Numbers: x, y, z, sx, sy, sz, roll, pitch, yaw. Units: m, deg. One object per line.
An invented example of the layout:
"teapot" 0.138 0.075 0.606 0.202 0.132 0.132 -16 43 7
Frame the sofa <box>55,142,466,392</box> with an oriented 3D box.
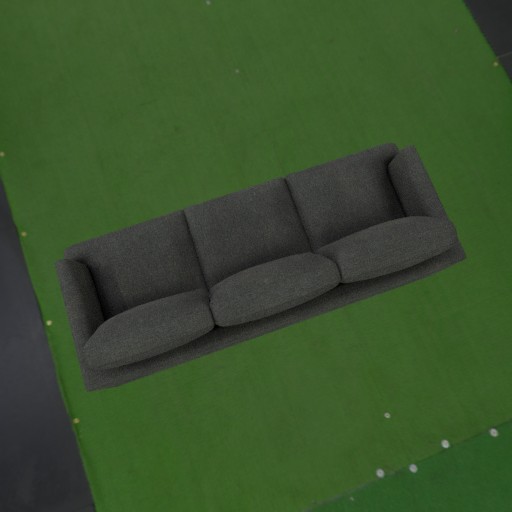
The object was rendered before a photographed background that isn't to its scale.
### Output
"sofa" 0.000 0.000 2.713 2.246 0.930 0.903 -19 77 -4
